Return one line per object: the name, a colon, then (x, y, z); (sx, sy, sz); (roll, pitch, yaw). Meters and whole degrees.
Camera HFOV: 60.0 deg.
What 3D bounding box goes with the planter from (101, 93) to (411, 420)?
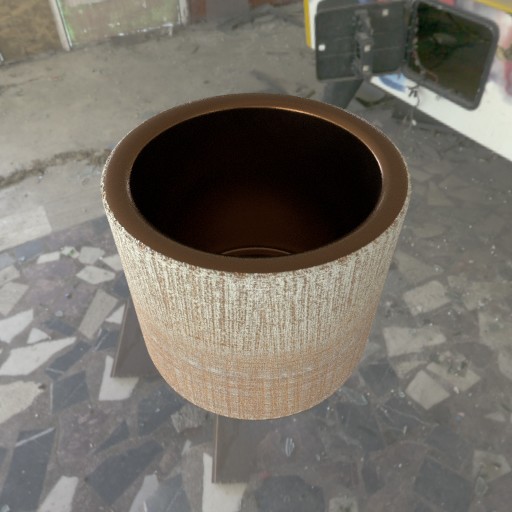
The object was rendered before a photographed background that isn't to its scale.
planter: (0.000, 0.000, 0.190); (0.109, 0.096, 0.109); (0, 46, 0)
